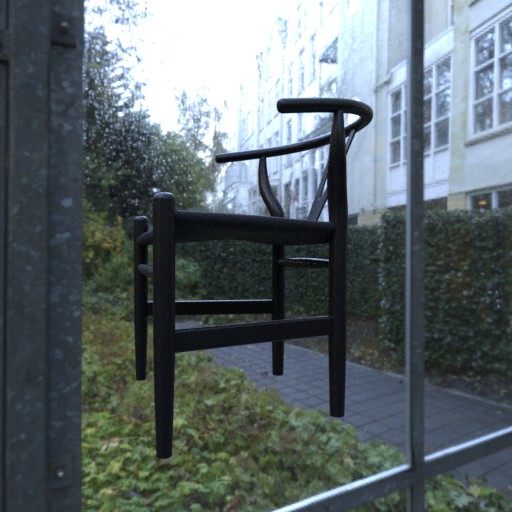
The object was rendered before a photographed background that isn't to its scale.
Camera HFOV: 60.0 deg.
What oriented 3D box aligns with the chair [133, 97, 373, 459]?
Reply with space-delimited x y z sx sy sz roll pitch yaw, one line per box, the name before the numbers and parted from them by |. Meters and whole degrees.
chair | 0.000 0.000 1.147 0.579 0.730 0.569 0 0 -19
